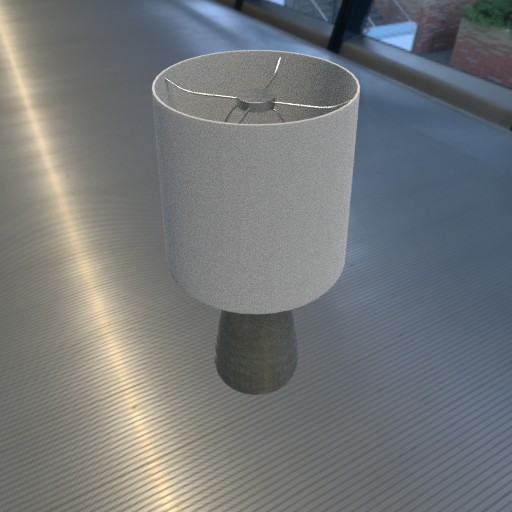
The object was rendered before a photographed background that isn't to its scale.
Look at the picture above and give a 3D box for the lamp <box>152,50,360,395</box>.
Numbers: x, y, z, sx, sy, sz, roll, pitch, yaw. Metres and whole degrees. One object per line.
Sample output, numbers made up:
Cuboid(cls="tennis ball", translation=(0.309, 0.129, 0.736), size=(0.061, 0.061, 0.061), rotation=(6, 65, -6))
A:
Cuboid(cls="lamp", translation=(0.000, 0.000, 0.475), size=(0.186, 0.369, 0.186), rotation=(0, 41, 0))
